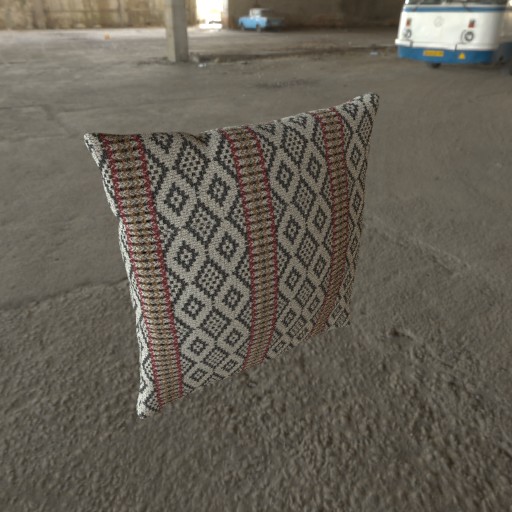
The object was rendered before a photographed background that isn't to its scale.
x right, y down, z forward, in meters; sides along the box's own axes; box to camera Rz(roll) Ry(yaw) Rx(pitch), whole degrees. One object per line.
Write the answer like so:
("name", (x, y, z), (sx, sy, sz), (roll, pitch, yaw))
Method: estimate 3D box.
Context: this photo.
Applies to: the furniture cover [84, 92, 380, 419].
("furniture cover", (0.000, 0.000, 0.785), (0.503, 0.506, 0.182), (-18, 34, -28))
